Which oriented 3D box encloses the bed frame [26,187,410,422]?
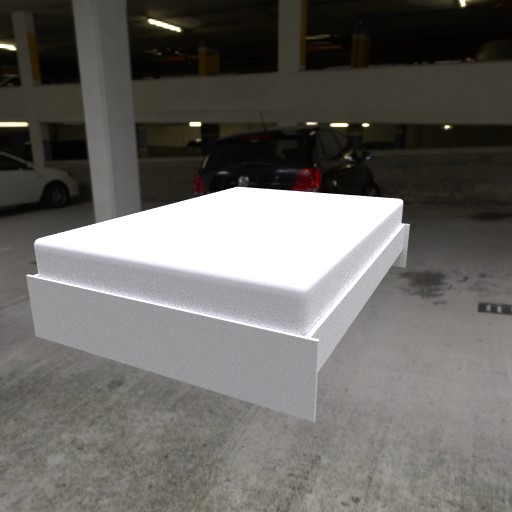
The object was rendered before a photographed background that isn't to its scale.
[{"bbox_3d":[0.000,0.000,2.627,1.445,0.497,1.945,8,19,26],"label":"bed frame"}]
